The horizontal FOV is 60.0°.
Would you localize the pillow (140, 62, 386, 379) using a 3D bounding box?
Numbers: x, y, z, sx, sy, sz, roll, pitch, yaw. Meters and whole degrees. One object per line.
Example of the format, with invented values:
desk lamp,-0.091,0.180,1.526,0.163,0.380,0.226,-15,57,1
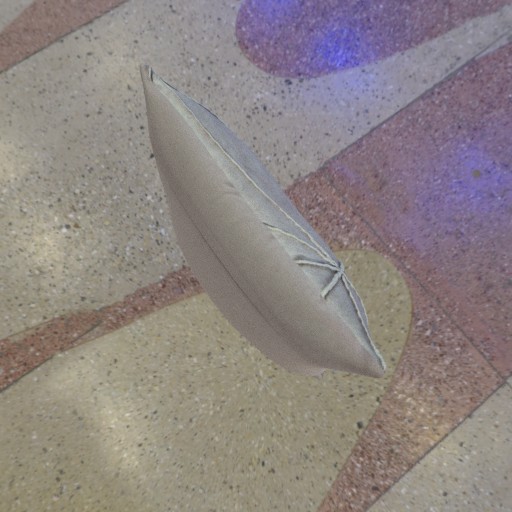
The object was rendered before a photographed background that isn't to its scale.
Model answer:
pillow,0.000,0.000,0.667,0.185,0.440,0.439,-35,78,-8
